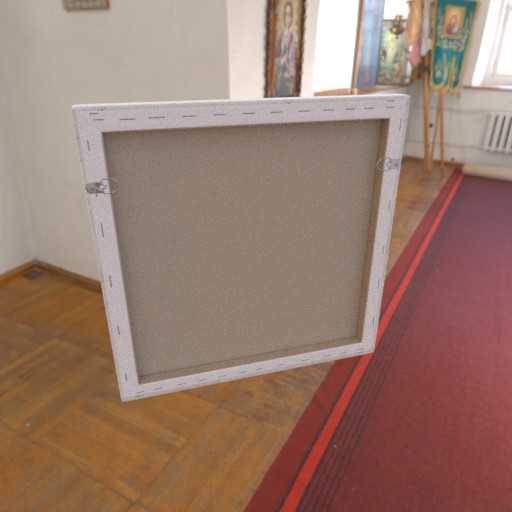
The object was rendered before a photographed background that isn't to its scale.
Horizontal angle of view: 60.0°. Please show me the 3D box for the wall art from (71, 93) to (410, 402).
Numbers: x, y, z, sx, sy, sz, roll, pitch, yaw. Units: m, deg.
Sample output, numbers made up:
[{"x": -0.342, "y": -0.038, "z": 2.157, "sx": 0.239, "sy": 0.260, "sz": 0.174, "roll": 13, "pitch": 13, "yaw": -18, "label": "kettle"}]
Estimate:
[{"x": 0.000, "y": 0.000, "z": 1.137, "sx": 0.762, "sy": 0.762, "sz": 0.038, "roll": -7, "pitch": 27, "yaw": -15, "label": "wall art"}]
